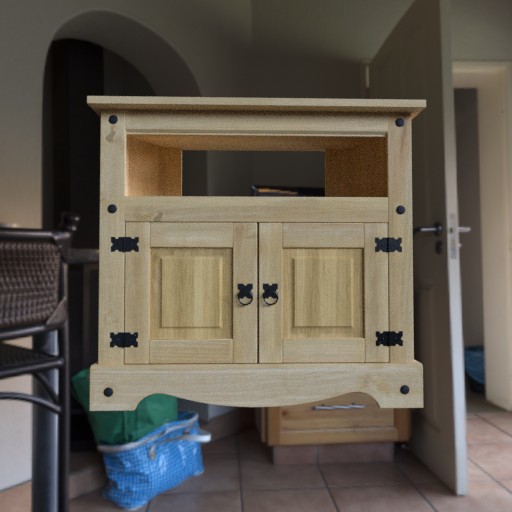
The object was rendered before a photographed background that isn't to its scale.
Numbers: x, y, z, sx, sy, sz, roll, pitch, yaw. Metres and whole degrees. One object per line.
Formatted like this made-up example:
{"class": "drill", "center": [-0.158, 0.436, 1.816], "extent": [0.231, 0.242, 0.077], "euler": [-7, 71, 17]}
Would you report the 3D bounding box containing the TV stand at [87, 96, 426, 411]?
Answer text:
{"class": "TV stand", "center": [0.000, 0.000, 1.312], "extent": [0.851, 0.781, 0.425], "euler": [0, -2, -2]}
